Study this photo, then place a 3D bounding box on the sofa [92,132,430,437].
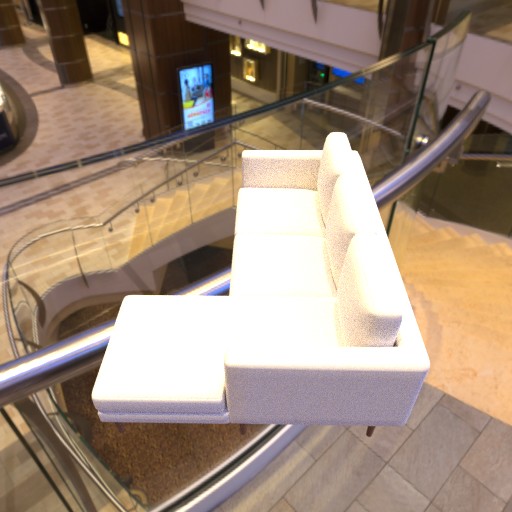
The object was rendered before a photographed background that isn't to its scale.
[{"bbox_3d":[0.000,0.000,2.854,1.580,0.899,2.029,1,40,1],"label":"sofa"}]
